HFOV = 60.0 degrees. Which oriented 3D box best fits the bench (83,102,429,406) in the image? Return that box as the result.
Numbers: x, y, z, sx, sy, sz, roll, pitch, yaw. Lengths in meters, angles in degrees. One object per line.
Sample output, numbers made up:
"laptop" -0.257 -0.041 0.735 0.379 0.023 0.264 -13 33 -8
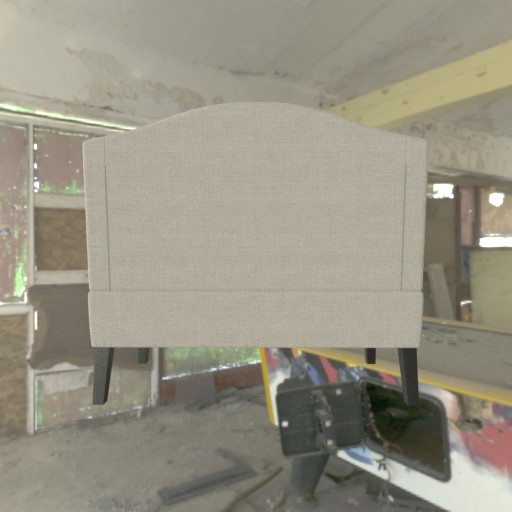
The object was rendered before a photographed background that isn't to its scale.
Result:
"bench" 0.000 0.000 2.073 1.335 1.180 0.815 0 0 1
